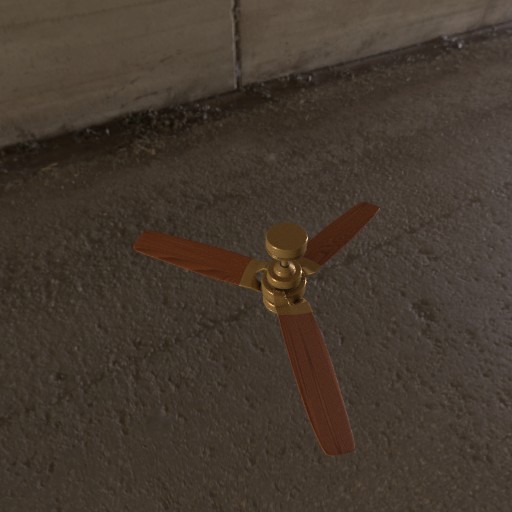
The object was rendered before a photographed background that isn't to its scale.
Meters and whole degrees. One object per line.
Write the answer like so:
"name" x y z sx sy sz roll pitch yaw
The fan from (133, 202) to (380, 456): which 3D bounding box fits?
"fan" 0.000 0.000 2.052 1.271 0.425 1.416 16 48 15
